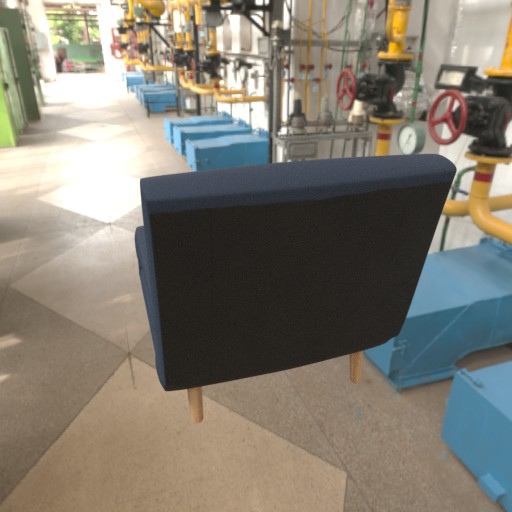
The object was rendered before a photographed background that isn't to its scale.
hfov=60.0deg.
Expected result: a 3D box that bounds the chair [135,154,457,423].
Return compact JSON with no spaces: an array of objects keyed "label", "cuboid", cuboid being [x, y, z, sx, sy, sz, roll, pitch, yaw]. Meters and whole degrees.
[{"label":"chair","cuboid":[0.000,0.000,1.514,0.770,0.808,0.900,-8,26,-17]}]
